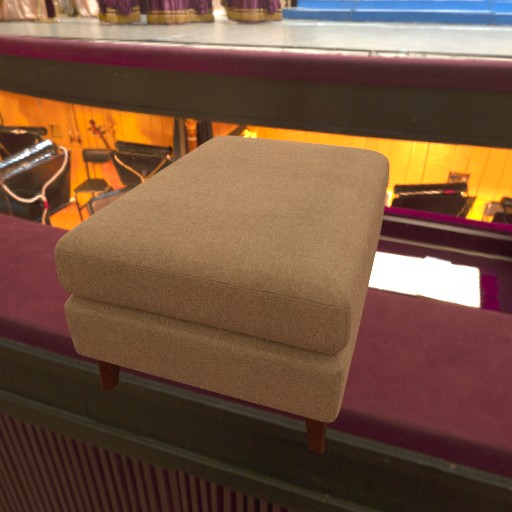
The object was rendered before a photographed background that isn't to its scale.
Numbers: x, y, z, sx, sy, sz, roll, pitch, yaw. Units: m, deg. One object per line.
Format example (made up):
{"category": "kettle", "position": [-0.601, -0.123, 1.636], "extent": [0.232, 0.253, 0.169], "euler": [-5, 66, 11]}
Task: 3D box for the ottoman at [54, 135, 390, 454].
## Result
{"category": "ottoman", "position": [0.000, 0.000, 1.215], "extent": [0.610, 0.478, 0.823], "euler": [10, 32, 16]}
